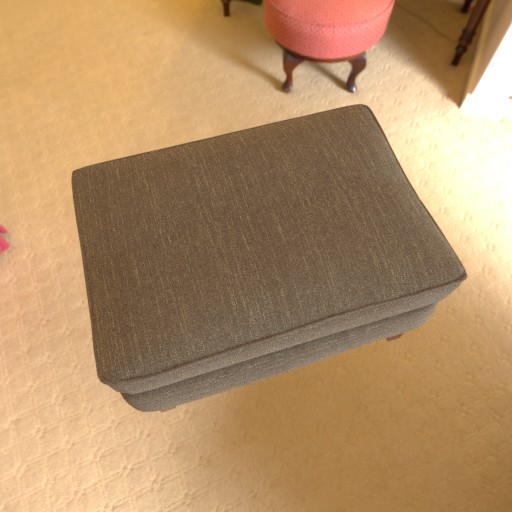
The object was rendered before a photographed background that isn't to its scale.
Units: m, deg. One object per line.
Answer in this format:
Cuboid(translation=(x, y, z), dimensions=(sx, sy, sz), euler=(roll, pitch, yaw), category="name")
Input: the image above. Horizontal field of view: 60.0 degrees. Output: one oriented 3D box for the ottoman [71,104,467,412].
Cuboid(translation=(0.000, 0.000, 0.985), dimensions=(0.686, 0.406, 0.508), euler=(-15, 63, -8), category="ottoman")
